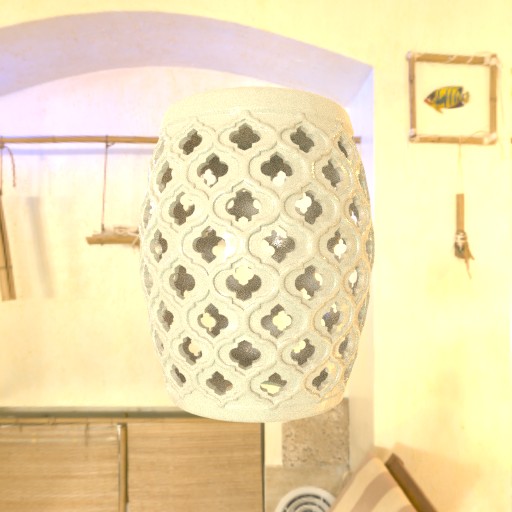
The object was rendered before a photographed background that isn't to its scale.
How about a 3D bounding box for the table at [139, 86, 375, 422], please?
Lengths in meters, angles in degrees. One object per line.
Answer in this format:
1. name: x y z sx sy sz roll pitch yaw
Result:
1. table: 0.000 0.000 0.631 0.325 0.388 0.325 0 -1 0
